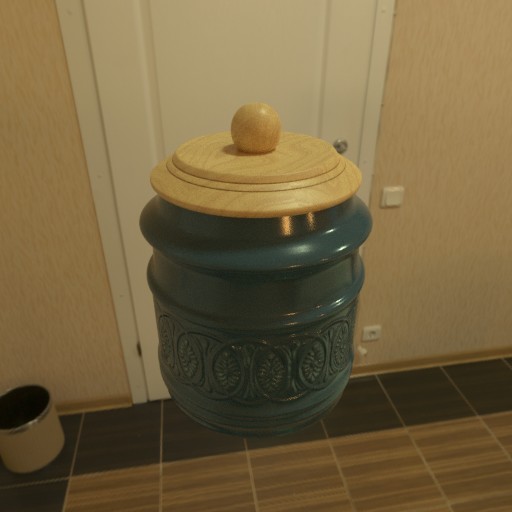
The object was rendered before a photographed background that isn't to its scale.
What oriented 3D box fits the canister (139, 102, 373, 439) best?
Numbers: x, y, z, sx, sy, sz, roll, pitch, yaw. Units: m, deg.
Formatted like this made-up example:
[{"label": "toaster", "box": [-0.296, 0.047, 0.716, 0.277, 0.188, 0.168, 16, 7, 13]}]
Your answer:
[{"label": "canister", "box": [0.000, 0.000, 0.266, 0.130, 0.176, 0.130, 0, 29, 0]}]
